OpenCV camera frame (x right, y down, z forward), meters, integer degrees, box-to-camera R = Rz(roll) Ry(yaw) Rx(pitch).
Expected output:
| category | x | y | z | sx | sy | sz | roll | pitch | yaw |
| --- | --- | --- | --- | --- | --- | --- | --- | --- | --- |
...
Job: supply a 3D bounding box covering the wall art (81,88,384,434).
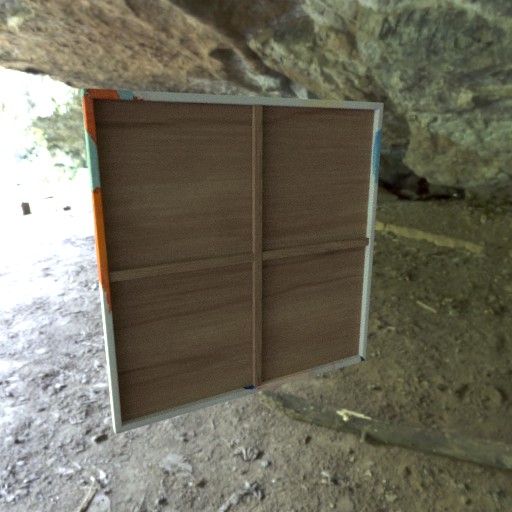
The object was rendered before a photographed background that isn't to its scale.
| category | x | y | z | sx | sy | sz | roll | pitch | yaw |
| --- | --- | --- | --- | --- | --- | --- | --- | --- | --- |
| wall art | 0.000 | 0.000 | 1.503 | 1.017 | 1.017 | 0.044 | -8 | 17 | -27 |
